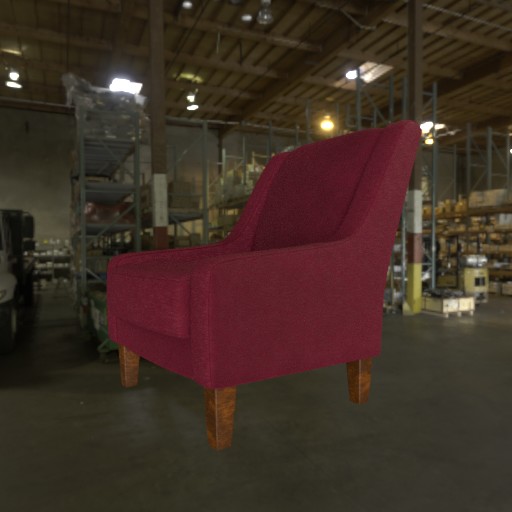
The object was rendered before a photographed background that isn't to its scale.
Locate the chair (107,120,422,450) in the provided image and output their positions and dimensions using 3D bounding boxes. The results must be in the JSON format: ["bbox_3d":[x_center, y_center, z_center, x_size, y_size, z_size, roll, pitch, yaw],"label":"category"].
[{"bbox_3d":[0.000,0.000,1.684,0.985,1.017,0.793,-1,1,-37],"label":"chair"}]
